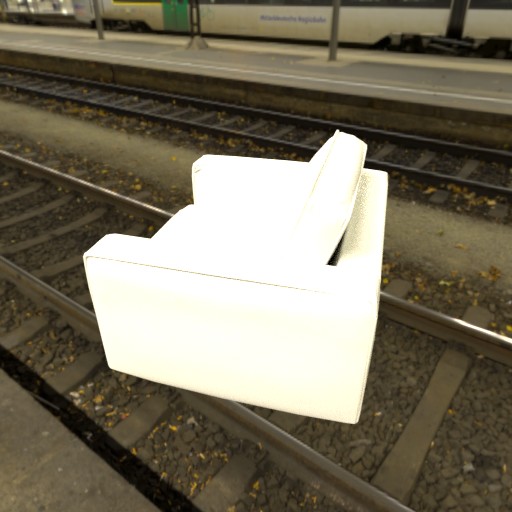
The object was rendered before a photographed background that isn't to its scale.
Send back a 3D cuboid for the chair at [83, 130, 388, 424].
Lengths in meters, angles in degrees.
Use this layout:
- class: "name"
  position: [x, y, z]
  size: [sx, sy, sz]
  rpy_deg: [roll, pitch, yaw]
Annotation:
- class: "chair"
  position: [0.000, 0.000, 1.567]
  size: [0.843, 0.773, 0.928]
  rpy_deg: [8, 32, 14]
